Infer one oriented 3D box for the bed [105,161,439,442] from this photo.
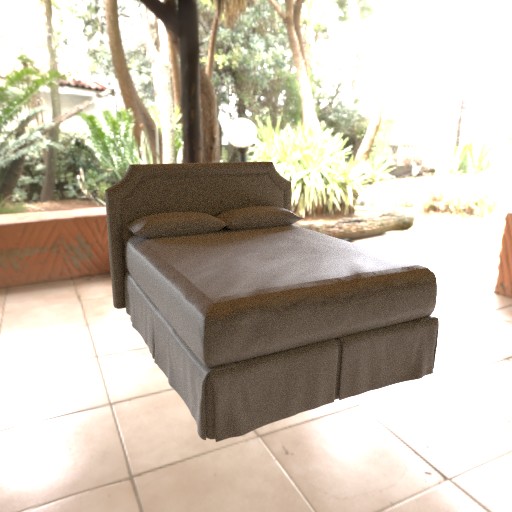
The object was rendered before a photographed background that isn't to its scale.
[{"bbox_3d":[0.000,0.000,3.341,1.828,1.297,2.164,-7,16,-26],"label":"bed"}]
